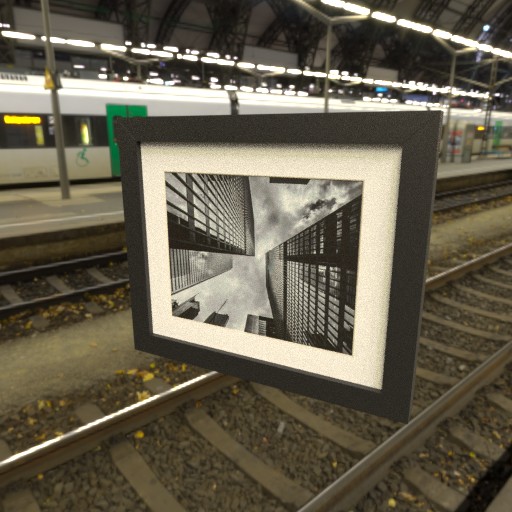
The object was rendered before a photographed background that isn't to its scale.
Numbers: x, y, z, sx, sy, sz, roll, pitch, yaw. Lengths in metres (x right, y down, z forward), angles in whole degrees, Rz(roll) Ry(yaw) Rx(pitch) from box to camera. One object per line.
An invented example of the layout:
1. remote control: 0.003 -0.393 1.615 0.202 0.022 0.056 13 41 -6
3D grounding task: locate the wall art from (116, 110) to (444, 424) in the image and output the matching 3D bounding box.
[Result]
1. wall art: 0.000 0.000 0.529 0.381 0.321 0.028 8 17 26
